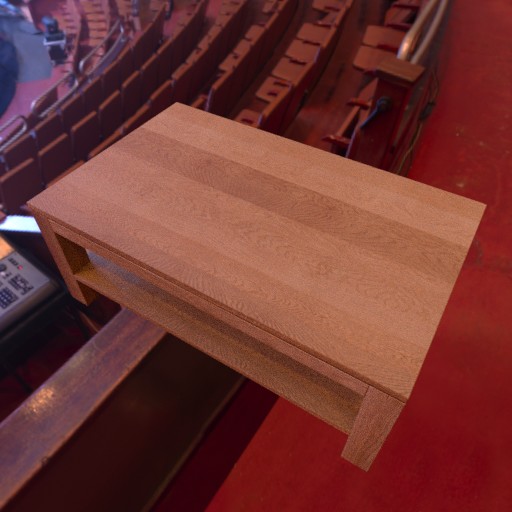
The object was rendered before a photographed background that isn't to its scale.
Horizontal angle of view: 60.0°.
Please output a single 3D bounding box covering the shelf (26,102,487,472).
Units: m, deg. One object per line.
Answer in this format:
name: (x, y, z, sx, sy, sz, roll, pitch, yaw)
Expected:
shelf: (0.000, 0.000, 1.459, 1.150, 0.450, 0.700, 24, 52, 21)
